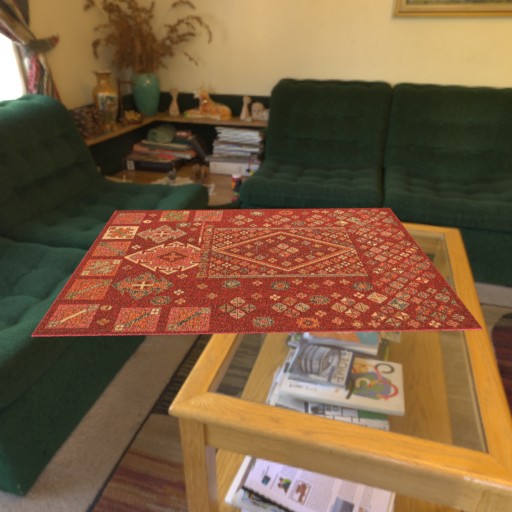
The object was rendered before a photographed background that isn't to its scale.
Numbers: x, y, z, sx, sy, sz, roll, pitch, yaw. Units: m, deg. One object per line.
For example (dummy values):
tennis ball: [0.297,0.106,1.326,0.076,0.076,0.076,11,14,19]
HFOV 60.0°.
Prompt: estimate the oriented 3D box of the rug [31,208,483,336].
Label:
rug: [0.000,0.000,4.289,3.306,0.011,2.389,-1,28,-1]
